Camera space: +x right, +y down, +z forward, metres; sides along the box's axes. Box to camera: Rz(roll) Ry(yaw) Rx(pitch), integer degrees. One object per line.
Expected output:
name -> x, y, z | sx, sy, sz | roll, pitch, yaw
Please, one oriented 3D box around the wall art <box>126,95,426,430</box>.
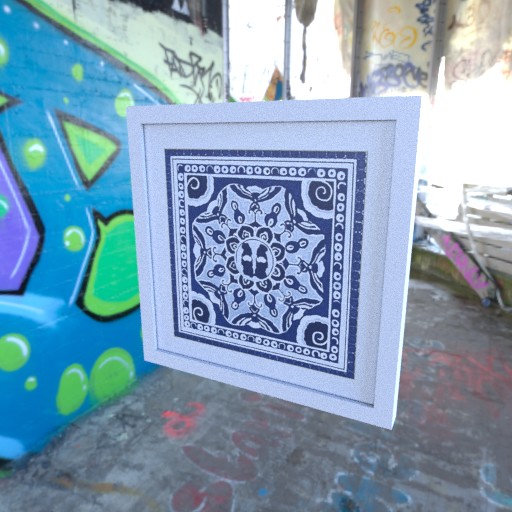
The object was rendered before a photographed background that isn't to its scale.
wall art -> 0.000, 0.000, 0.540 | 0.355, 0.355, 0.027 | 8, 17, 26
